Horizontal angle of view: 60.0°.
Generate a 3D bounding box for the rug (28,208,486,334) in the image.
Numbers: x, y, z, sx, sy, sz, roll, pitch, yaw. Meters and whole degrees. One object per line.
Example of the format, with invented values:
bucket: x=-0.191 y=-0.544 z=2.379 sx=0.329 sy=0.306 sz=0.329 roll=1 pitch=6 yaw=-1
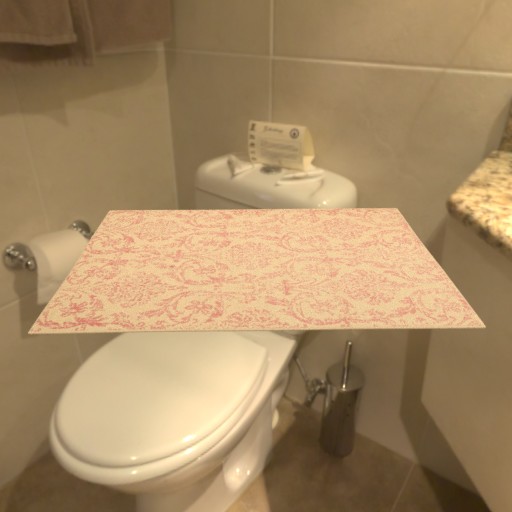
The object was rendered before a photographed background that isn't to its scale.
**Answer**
rug: x=0.000 y=0.000 z=3.445 sx=2.746 sy=0.018 sz=1.819 roll=-1 pitch=29 yaw=-1
